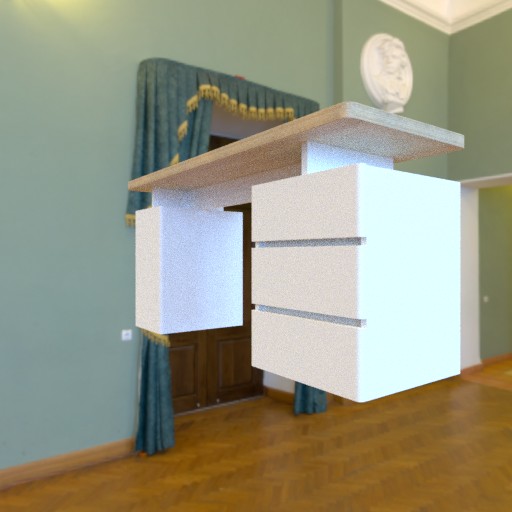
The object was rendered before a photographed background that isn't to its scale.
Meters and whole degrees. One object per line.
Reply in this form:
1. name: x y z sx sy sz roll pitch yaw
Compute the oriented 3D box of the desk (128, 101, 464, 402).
1. desk: 0.000 0.000 1.835 0.550 0.755 1.500 0 0 -36
